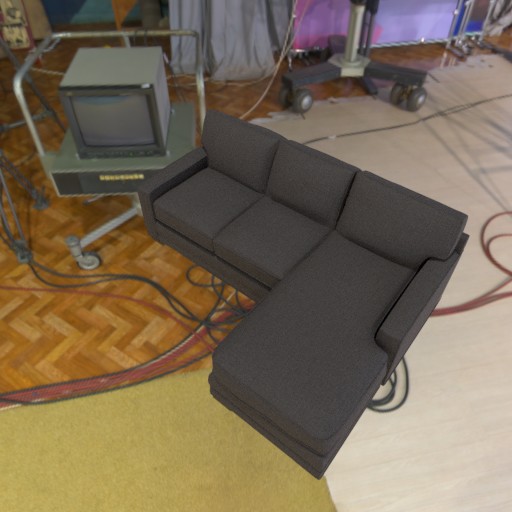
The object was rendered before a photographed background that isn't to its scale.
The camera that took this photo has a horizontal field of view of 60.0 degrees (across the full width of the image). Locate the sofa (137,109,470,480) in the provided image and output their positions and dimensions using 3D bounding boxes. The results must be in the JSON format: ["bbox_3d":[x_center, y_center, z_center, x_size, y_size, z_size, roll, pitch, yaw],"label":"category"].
[{"bbox_3d":[0.000,0.000,3.249,2.370,0.973,1.790,30,53,26],"label":"sofa"}]
